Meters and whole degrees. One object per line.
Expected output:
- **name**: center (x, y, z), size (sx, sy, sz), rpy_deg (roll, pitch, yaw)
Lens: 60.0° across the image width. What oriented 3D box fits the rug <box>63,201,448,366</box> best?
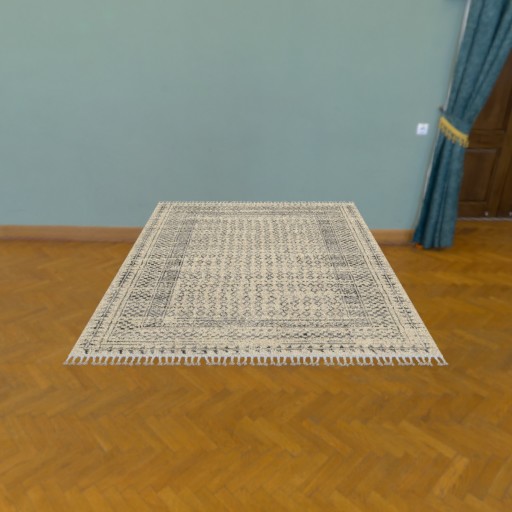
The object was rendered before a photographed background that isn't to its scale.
- **rug**: center (0.000, 0.000, 3.942), size (2.312, 0.013, 2.940), rpy_deg (0, 26, 0)
